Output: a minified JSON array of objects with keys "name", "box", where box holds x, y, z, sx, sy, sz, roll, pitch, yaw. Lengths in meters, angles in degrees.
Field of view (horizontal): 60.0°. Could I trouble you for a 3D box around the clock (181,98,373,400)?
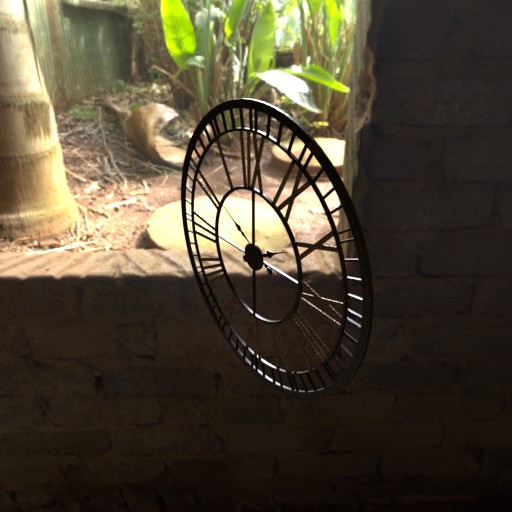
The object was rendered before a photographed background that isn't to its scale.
[{"name":"clock","box":[0.000,0.000,1.254,0.025,0.843,0.843,-19,32,-32]}]
